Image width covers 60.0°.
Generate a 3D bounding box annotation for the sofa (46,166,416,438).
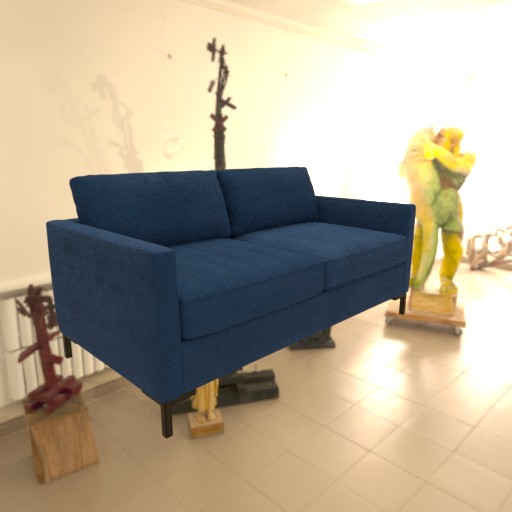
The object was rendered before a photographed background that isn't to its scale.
[{"bbox_3d":[0.000,0.000,2.174,1.676,0.817,0.875,-13,19,-43],"label":"sofa"}]
